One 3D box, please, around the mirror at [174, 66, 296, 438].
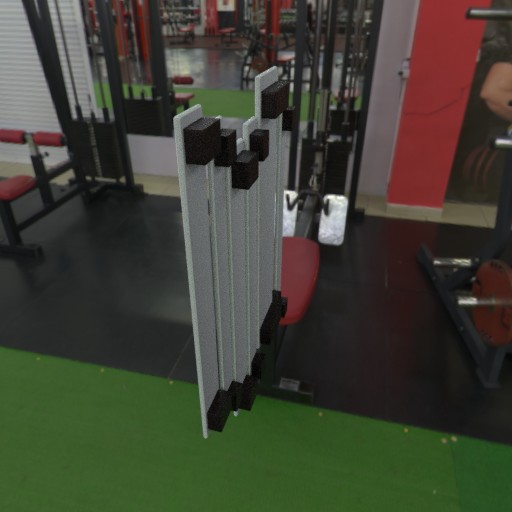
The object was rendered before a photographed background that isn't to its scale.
[{"bbox_3d":[0.000,0.000,0.804,0.058,0.611,0.445,8,32,14],"label":"mirror"}]
